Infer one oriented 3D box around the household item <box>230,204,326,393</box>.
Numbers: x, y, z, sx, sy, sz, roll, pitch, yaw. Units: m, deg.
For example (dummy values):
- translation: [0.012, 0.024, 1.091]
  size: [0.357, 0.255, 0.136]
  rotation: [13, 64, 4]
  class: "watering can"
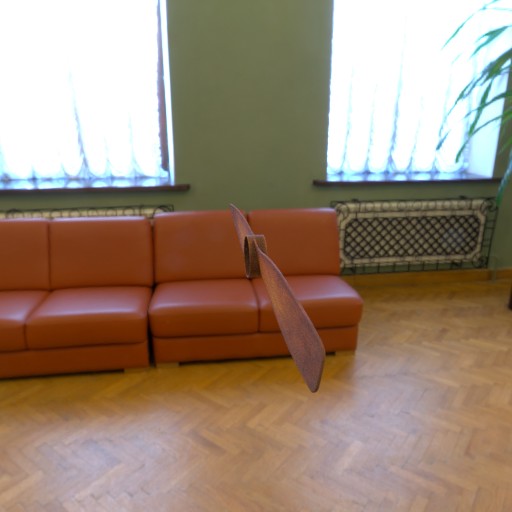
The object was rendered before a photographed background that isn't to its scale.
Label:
- translation: [0.000, 0.000, 1.202]
  size: [0.051, 0.121, 1.181]
  rotation: [-3, 18, -9]
  class: "household item"
